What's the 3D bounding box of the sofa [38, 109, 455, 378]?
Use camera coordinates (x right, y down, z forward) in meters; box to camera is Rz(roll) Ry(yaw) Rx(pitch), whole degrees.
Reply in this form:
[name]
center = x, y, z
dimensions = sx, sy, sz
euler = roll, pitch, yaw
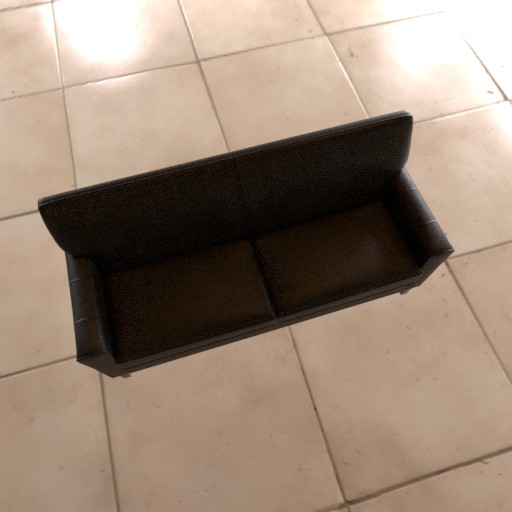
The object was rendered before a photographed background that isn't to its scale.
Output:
[sofa]
center = 0.000, 0.000, 2.572
dimensions = 2.053, 0.947, 0.805
euler = -15, 65, -8
